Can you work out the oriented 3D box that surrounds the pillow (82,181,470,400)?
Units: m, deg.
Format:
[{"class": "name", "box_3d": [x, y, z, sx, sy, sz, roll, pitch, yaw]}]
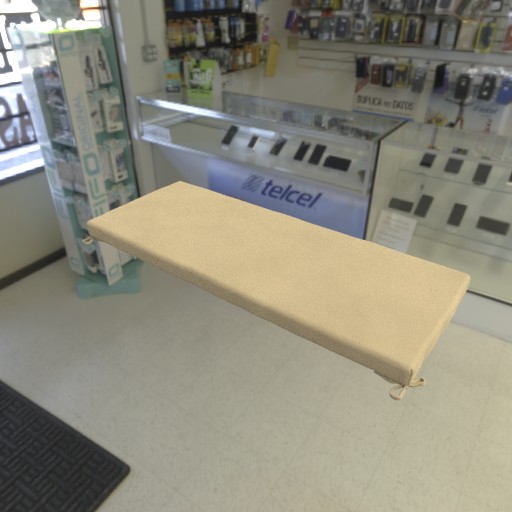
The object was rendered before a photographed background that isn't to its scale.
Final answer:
[{"class": "pillow", "box_3d": [0.000, 0.000, 1.376, 1.187, 0.081, 0.492, 22, 38, 30]}]
